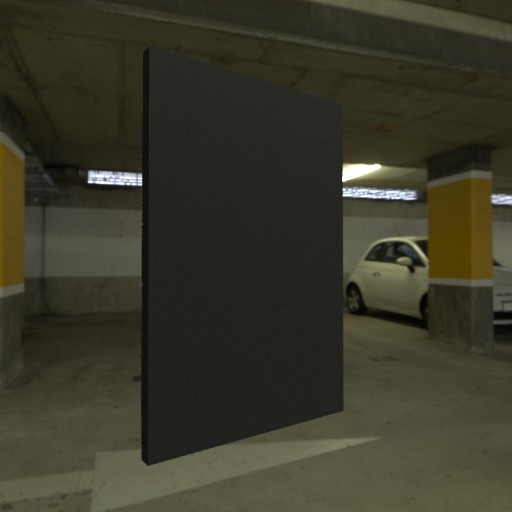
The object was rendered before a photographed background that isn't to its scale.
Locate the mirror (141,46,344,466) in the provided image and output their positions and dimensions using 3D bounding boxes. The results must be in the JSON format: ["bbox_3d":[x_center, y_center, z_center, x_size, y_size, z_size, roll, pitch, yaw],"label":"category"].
[{"bbox_3d":[0.000,0.000,1.157,0.606,0.912,0.044,1,-1,-36],"label":"mirror"}]
